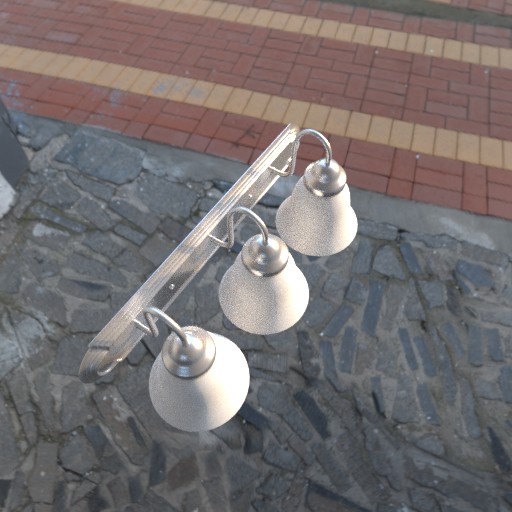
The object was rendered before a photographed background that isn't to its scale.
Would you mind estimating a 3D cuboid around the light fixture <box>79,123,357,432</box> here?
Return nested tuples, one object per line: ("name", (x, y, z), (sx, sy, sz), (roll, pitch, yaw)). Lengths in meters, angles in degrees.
("light fixture", (0.000, 0.000, 0.722), (0.199, 0.222, 0.610), (30, 63, 17))
